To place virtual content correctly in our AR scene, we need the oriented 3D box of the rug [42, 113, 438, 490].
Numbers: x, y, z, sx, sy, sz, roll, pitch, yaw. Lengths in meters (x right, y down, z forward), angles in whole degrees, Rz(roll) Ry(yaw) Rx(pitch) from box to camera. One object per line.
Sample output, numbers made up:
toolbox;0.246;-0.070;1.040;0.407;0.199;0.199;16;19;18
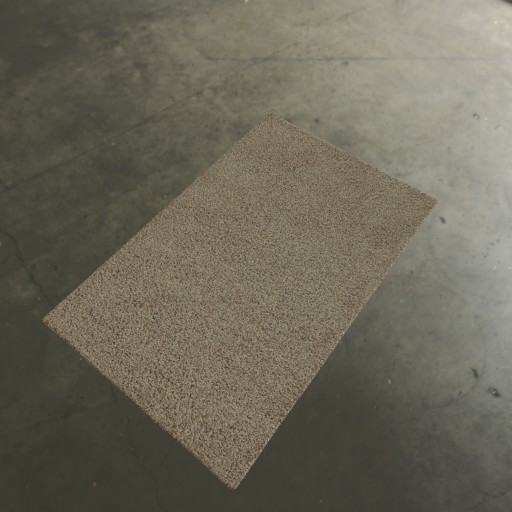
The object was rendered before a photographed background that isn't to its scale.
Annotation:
rug;0.000;0.000;3.461;1.778;0.030;2.743;33;64;18
